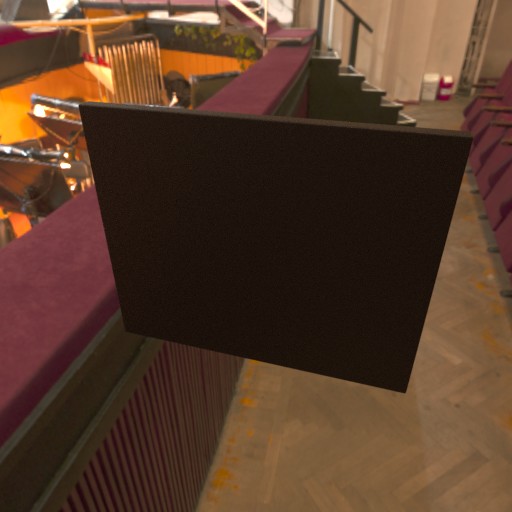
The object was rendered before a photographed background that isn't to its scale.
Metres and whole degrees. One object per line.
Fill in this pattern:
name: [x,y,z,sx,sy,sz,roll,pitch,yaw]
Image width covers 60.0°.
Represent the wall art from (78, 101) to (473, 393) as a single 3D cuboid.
wall art: [0.000,0.000,0.736,0.558,0.457,0.031,9,33,14]
